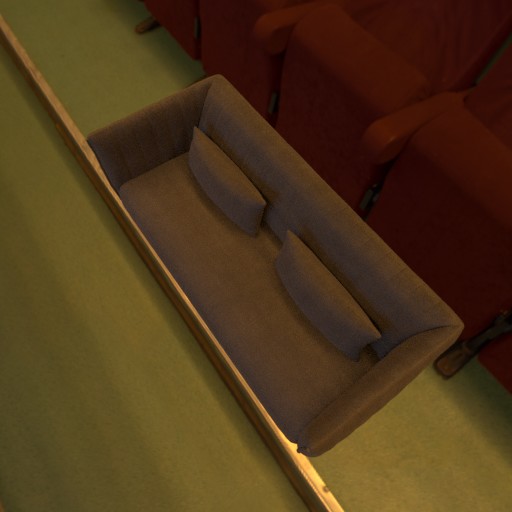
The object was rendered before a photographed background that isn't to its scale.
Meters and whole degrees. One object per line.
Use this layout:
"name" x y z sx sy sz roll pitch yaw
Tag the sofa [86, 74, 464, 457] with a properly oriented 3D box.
"sofa" 0.000 0.000 2.441 0.876 0.780 1.980 -33 67 -16
